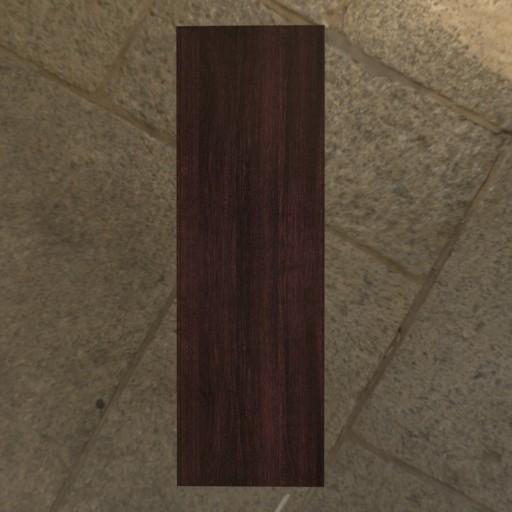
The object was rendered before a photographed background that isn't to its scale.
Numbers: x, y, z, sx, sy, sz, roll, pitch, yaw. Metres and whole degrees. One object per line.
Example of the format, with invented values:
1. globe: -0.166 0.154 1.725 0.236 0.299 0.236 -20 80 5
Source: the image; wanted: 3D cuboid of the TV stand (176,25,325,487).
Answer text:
1. TV stand: 0.000 0.000 1.451 0.404 0.614 1.192 0 90 1
